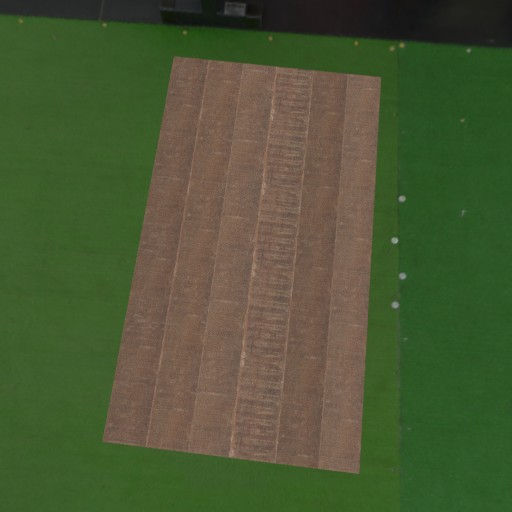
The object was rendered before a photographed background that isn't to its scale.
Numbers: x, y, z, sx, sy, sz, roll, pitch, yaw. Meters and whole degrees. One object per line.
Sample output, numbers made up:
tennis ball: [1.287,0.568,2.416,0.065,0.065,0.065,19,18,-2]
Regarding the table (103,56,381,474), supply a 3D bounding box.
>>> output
table: [0.000,0.000,1.748,0.800,0.440,1.400,6,76,2]
